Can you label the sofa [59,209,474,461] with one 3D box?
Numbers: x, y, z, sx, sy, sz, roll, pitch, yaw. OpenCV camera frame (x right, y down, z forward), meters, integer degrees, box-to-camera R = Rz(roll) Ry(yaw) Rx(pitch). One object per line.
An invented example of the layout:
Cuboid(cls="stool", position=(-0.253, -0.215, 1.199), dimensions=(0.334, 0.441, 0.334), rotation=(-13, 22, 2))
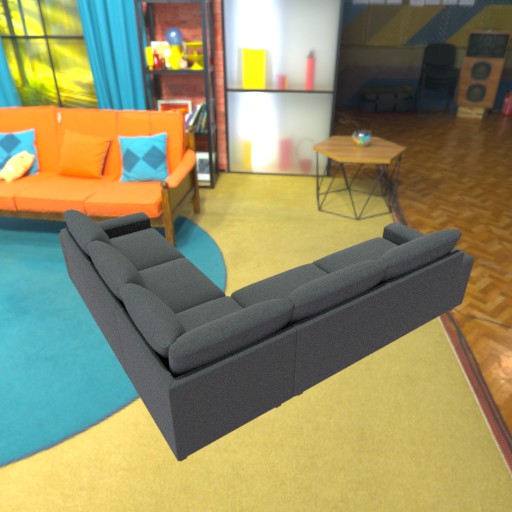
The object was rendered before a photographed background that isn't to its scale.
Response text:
Cuboid(cls="sofa", position=(0.000, 0.000, 4.677), dimensions=(3.277, 0.965, 2.895), rotation=(-19, 35, -29))
